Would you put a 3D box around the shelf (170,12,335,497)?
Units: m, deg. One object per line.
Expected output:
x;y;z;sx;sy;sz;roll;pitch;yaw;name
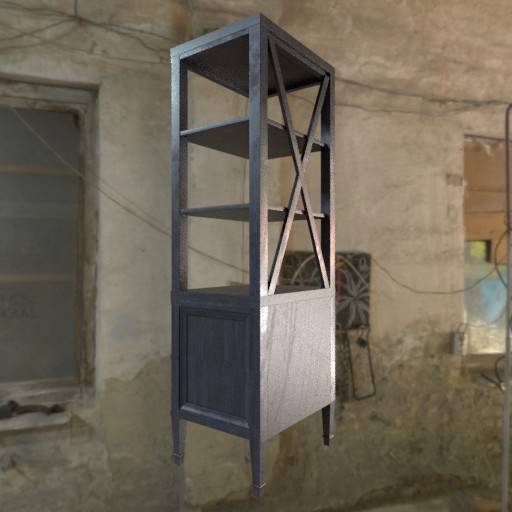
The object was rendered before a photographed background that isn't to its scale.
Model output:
0.000;0.000;1.944;0.472;1.727;0.584;0;0;37;shelf
